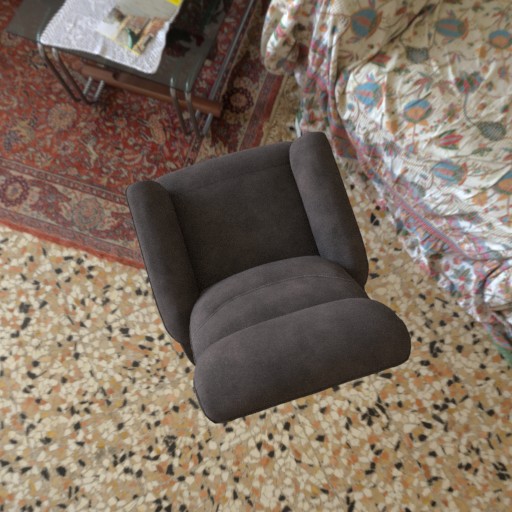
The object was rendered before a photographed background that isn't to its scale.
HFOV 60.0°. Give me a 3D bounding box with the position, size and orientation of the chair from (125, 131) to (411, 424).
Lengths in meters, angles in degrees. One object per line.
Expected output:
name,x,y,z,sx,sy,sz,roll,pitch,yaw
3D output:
chair,0.000,0.000,1.712,0.830,1.035,1.009,-17,77,-4
